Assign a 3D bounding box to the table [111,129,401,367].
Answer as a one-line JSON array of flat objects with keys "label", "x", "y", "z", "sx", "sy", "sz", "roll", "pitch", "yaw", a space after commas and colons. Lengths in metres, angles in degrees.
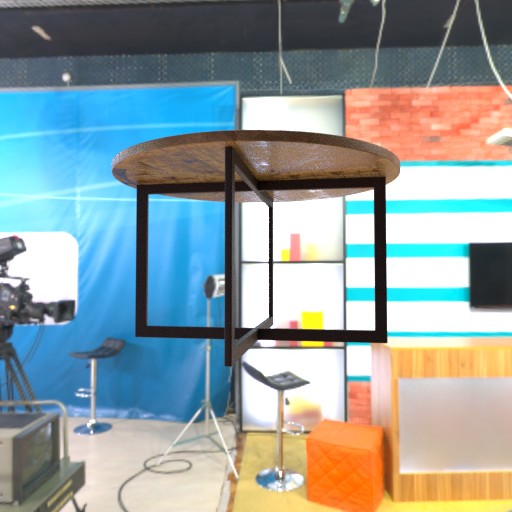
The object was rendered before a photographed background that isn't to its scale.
[{"label": "table", "x": 0.000, "y": 0.000, "z": 2.026, "sx": 1.264, "sy": 0.762, "sz": 1.264, "roll": 0, "pitch": -2, "yaw": 0}]
